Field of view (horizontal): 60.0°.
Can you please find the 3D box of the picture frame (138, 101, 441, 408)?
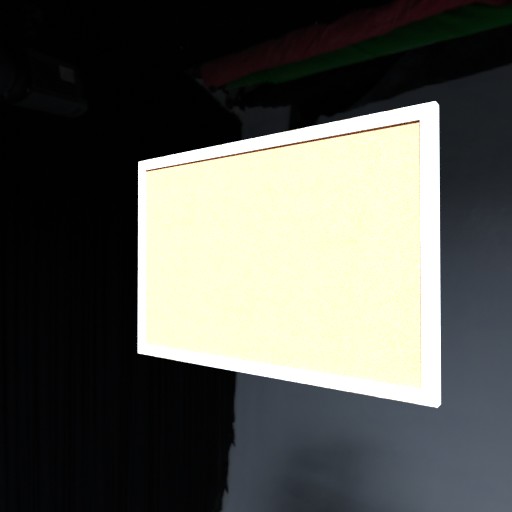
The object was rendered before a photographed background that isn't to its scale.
[{"bbox_3d":[0.000,0.000,1.215,0.950,0.640,0.029,-1,-1,36],"label":"picture frame"}]
